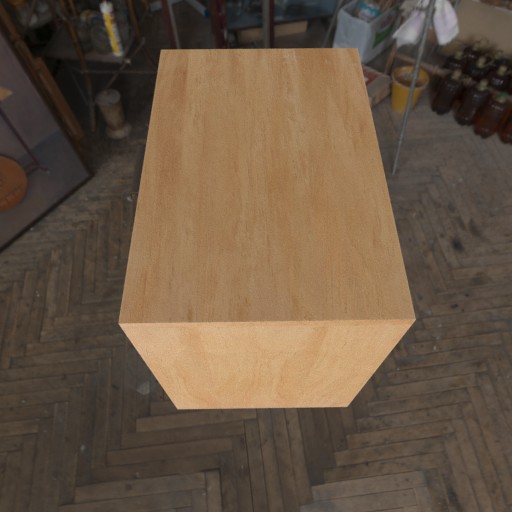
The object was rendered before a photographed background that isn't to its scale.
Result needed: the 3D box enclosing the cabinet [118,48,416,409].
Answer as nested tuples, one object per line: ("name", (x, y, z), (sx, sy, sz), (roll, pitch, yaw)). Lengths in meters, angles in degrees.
("cabinet", (0.000, 0.000, 0.951), (0.394, 0.599, 0.551), (-1, 59, 0))
